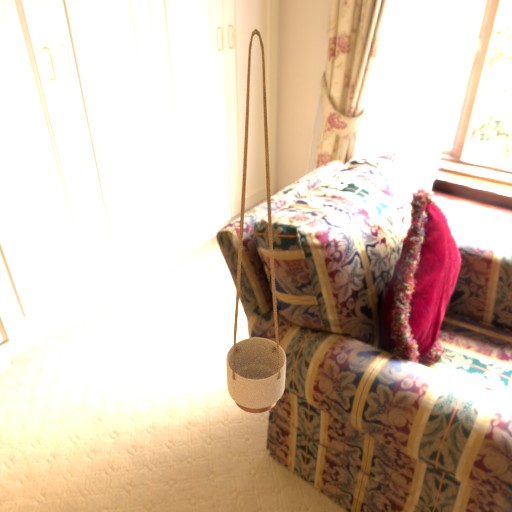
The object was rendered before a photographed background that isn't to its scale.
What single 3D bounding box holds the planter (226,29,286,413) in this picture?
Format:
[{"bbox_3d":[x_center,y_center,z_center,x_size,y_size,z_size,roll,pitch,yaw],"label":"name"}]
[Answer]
[{"bbox_3d":[0.000,0.000,0.919,0.146,0.841,0.146,-1,32,-1],"label":"planter"}]
